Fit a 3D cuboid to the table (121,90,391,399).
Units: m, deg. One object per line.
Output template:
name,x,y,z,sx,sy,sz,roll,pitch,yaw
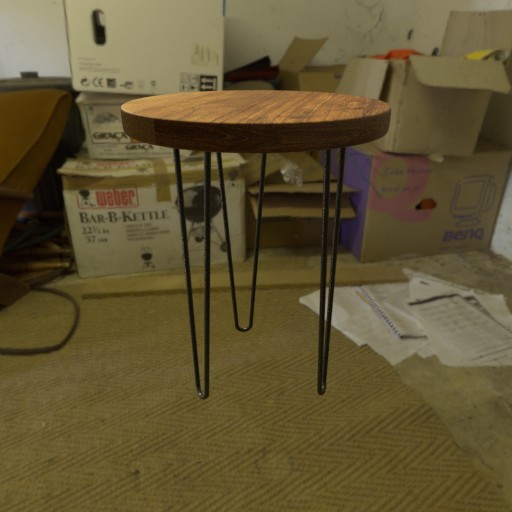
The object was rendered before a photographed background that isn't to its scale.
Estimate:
table,0.000,0.000,0.788,0.400,0.520,0.400,0,26,0
